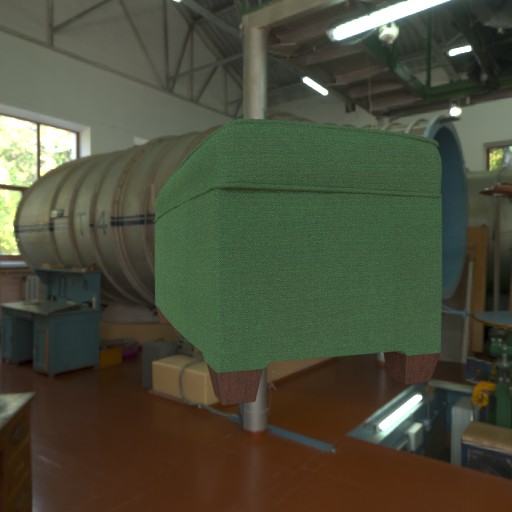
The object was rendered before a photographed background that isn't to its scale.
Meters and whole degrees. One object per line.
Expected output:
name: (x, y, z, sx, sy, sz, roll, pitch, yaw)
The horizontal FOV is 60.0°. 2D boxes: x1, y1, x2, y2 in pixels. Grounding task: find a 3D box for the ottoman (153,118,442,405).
ottoman: (0.000, 0.000, 1.197, 0.483, 0.471, 0.957, 0, 1, -19)
